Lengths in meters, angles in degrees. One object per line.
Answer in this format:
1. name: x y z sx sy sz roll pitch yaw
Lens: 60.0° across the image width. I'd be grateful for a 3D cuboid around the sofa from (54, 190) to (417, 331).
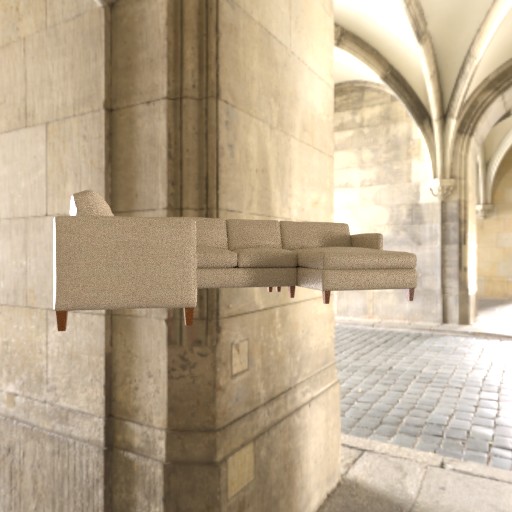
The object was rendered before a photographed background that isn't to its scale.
1. sofa: 0.000 0.000 4.523 3.460 0.961 2.594 0 0 -16
